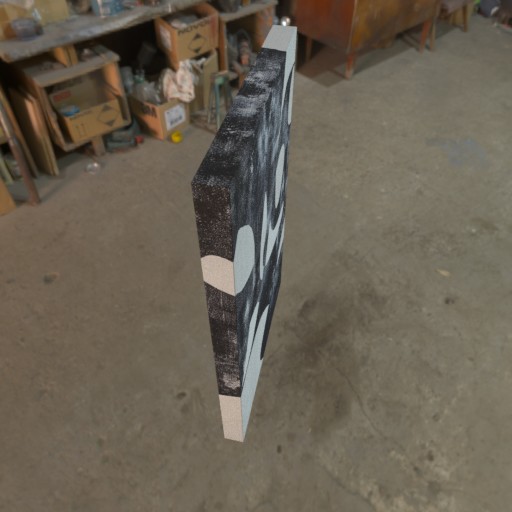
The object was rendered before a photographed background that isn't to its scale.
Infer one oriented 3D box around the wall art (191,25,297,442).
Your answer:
[{"bbox_3d":[0.000,0.000,0.766,0.039,0.610,0.407,9,47,8],"label":"wall art"}]
